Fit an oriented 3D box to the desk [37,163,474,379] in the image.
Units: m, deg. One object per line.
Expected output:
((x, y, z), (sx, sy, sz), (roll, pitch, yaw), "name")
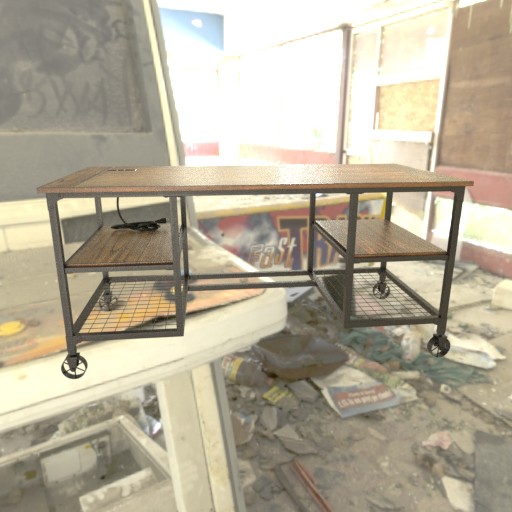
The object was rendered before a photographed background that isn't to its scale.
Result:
((0.000, 0.000, 2.017), (1.590, 0.751, 0.711), (-2, 17, -6), "desk")
